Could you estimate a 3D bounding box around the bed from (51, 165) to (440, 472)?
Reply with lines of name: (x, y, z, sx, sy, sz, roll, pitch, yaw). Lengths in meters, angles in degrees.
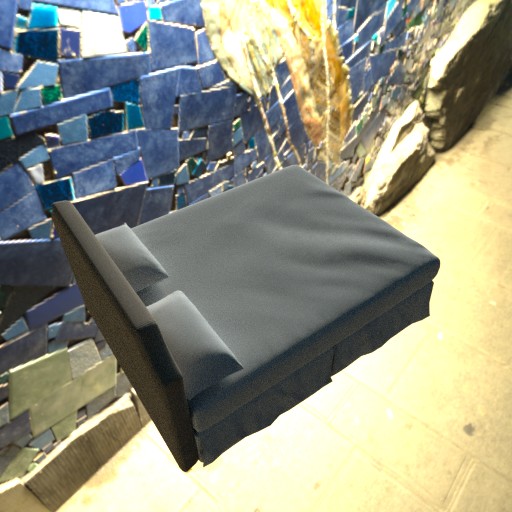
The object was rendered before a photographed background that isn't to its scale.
bed: (0.000, 0.000, 3.590, 2.498, 1.293, 1.977, -26, 48, -26)
